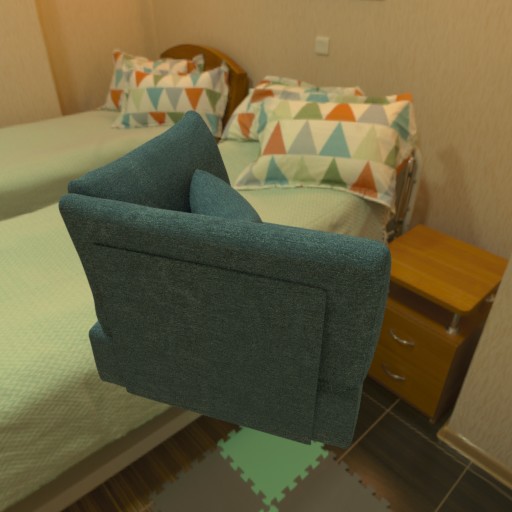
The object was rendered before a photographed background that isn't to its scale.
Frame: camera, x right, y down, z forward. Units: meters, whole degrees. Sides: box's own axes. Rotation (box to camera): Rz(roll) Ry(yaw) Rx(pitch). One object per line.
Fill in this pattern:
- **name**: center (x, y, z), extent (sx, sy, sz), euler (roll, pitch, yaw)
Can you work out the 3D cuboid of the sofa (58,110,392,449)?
- **sofa**: center (0.000, 0.000, 1.742), extent (1.000, 0.820, 1.000), euler (10, 35, 15)
